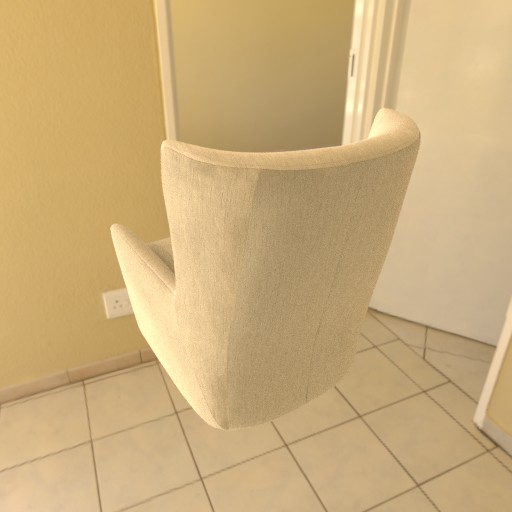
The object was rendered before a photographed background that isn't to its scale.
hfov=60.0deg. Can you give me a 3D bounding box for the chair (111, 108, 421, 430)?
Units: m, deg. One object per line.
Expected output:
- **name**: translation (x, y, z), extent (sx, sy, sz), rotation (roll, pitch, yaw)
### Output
- **chair**: translation (0.000, 0.000, 1.583), extent (0.779, 1.000, 0.904), rotation (-17, 33, -29)
